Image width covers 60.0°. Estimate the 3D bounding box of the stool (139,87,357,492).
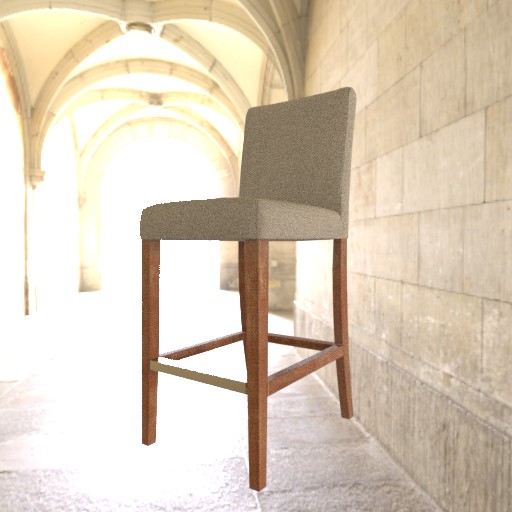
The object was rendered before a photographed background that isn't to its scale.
[{"bbox_3d":[0.000,0.000,1.366,0.439,1.088,0.570,1,2,36],"label":"stool"}]
